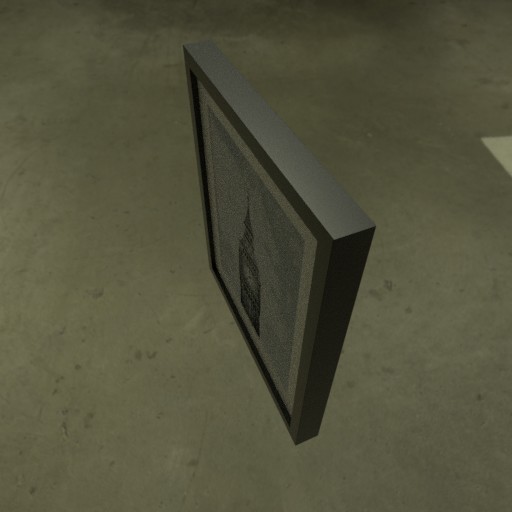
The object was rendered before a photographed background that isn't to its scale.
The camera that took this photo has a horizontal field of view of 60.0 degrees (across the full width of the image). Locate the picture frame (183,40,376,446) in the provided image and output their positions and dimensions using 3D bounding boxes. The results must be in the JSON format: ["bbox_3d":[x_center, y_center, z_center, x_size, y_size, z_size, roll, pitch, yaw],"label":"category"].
[{"bbox_3d":[0.000,0.000,0.534,0.034,0.378,0.328,-18,50,-16],"label":"picture frame"}]
